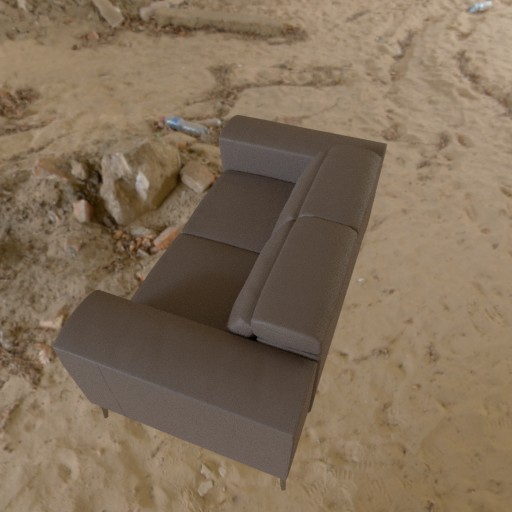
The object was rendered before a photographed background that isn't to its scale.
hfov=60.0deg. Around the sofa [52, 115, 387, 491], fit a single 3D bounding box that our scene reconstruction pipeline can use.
[{"bbox_3d":[0.000,0.000,2.344,1.003,0.779,1.895,15,49,14],"label":"sofa"}]
